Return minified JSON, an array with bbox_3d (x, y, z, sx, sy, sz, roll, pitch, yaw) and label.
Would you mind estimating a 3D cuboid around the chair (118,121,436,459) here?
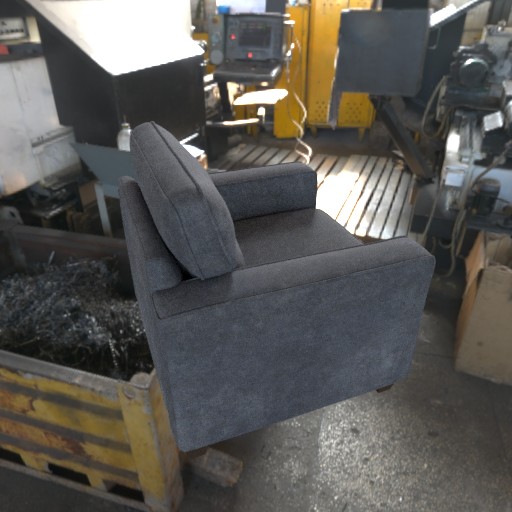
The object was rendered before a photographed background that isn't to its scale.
[{"bbox_3d":[0.000,0.000,1.793,0.939,0.965,1.015,-11,33,-18],"label":"chair"}]
